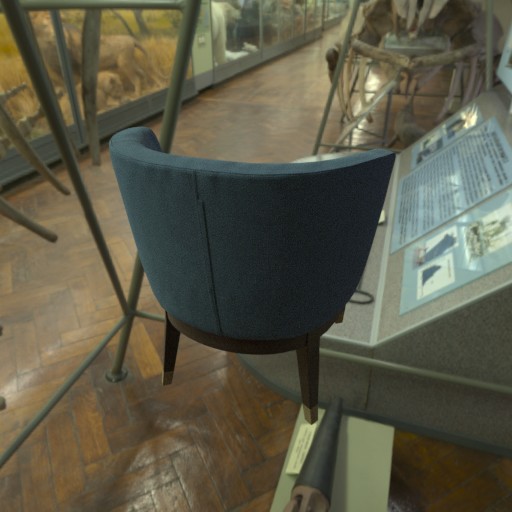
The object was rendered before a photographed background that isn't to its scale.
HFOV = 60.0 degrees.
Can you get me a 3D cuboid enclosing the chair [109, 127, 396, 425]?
[{"bbox_3d":[0.000,0.000,1.249,0.661,0.760,0.702,9,32,15],"label":"chair"}]
